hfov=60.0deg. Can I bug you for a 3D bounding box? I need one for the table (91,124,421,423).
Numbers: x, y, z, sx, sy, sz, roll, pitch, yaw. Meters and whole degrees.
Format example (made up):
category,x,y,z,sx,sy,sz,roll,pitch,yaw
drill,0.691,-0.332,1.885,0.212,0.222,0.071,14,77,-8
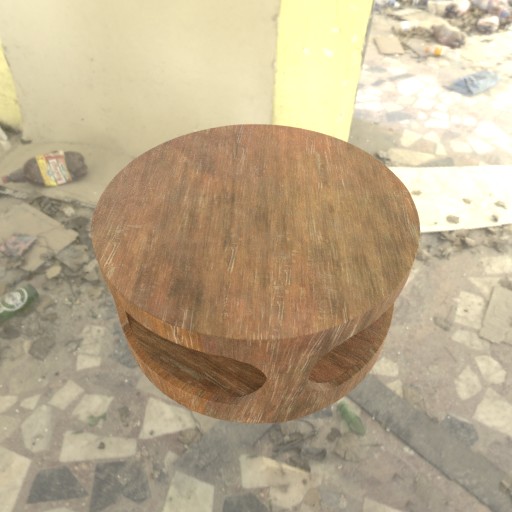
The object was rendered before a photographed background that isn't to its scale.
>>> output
category,x,y,z,sx,sy,sz,roll,pitch,yaw
table,0.000,0.000,1.515,0.974,0.450,0.974,0,46,0
